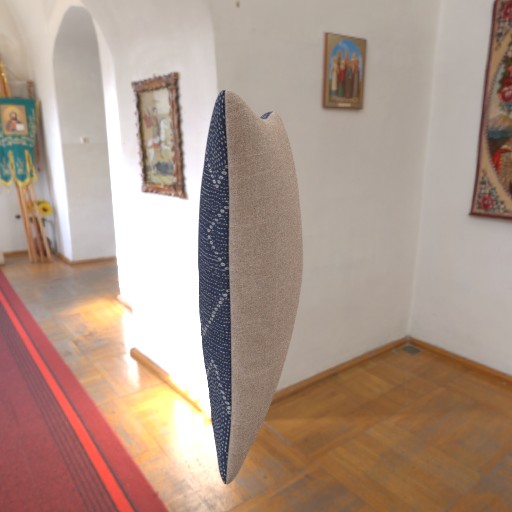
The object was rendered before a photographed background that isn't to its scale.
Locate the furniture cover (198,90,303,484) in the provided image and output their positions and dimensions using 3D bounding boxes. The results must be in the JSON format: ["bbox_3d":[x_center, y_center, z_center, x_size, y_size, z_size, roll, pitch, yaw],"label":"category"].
[{"bbox_3d":[0.000,0.000,0.771,0.162,0.503,0.511,2,15,8],"label":"furniture cover"}]
